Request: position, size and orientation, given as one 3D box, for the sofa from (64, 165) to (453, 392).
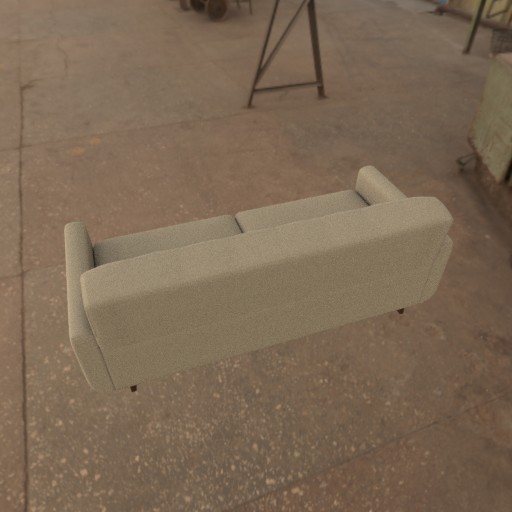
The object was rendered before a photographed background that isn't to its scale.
[{"bbox_3d":[0.000,0.000,2.711,2.137,0.892,0.980,-13,43,-14],"label":"sofa"}]
